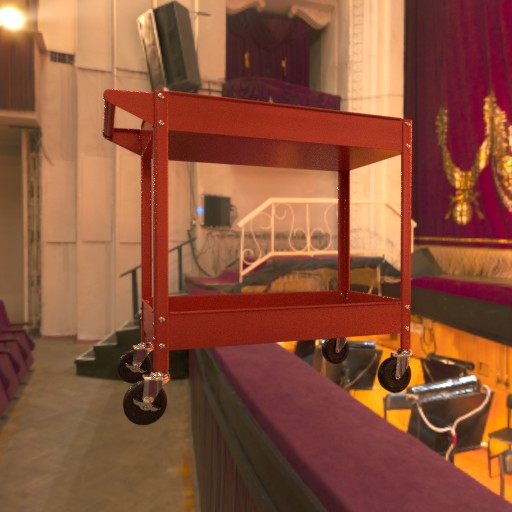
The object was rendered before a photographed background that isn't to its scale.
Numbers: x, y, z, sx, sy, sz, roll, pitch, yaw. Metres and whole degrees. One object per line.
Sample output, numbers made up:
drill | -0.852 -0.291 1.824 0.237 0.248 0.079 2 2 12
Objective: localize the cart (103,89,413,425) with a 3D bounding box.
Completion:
cart | 0.000 0.000 1.198 0.779 0.719 0.366 0 1 -19
